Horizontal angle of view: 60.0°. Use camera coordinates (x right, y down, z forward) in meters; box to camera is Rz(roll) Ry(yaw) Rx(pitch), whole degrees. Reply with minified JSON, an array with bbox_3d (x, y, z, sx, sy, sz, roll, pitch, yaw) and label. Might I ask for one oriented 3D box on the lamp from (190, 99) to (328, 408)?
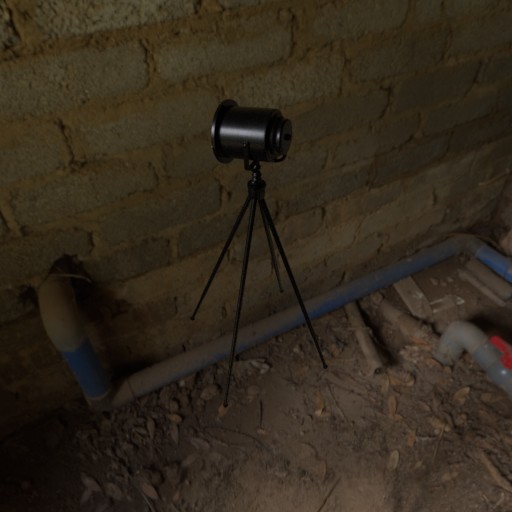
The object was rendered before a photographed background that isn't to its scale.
[{"bbox_3d":[0.000,0.000,2.109,0.884,1.504,0.879,17,48,16],"label":"lamp"}]
